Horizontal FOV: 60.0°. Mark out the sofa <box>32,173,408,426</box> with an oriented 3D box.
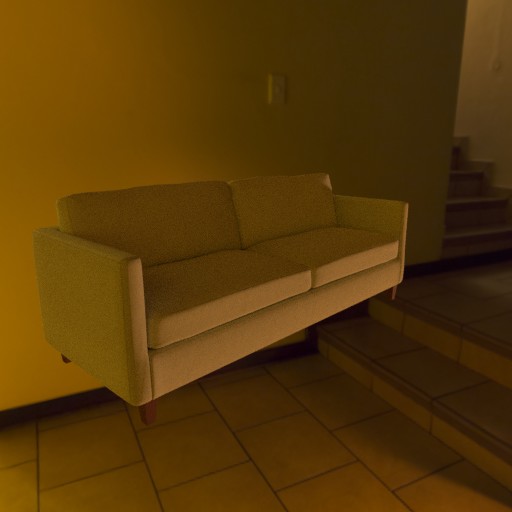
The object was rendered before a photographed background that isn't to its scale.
[{"bbox_3d":[0.000,0.000,2.886,0.948,0.965,2.434,13,19,42],"label":"sofa"}]
